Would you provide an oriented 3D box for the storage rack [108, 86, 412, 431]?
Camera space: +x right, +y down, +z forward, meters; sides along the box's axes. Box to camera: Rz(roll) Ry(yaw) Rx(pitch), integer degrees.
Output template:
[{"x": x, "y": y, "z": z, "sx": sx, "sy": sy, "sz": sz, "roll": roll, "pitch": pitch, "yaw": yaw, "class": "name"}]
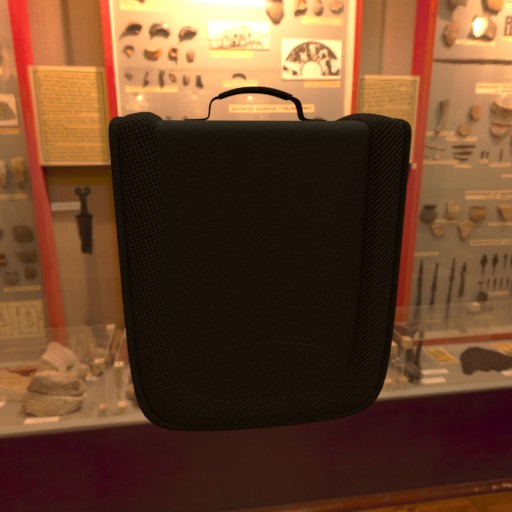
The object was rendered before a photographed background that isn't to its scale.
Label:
[{"x": 0.000, "y": 0.000, "z": 0.541, "sx": 0.297, "sy": 0.387, "sz": 0.168, "roll": -2, "pitch": 15, "yaw": -7, "class": "storage rack"}]
